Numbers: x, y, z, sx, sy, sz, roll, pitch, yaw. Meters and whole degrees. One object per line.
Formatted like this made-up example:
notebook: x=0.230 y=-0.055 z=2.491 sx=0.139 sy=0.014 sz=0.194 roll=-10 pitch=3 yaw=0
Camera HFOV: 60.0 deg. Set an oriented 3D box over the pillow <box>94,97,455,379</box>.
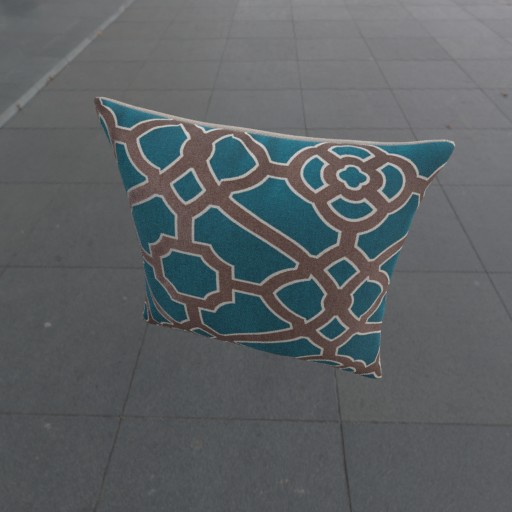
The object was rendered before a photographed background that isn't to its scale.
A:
pillow: x=0.000 y=0.000 z=0.781 sx=0.526 sy=0.507 sz=0.166 roll=11 pitch=42 yaw=13
